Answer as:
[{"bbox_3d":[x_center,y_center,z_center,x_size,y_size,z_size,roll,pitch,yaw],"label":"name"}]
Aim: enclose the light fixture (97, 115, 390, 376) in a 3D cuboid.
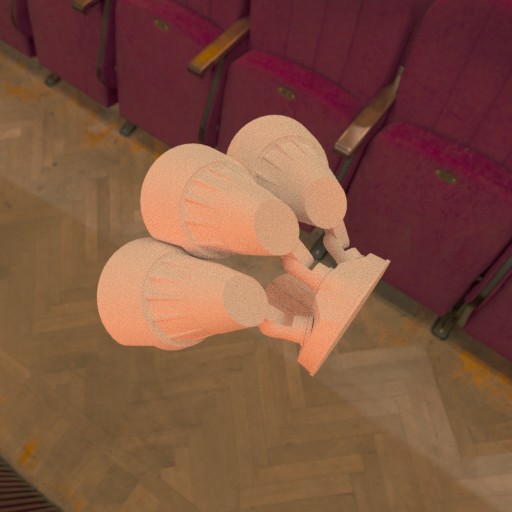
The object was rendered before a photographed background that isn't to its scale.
[{"bbox_3d":[0.000,0.000,0.555,0.278,0.237,0.369,34,68,16],"label":"light fixture"}]
